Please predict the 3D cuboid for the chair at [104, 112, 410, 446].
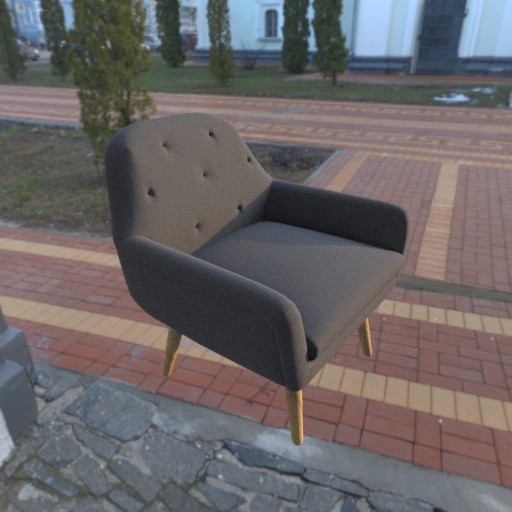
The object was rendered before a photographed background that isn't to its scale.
[{"bbox_3d":[0.000,0.000,1.421,0.779,0.800,0.770,18,32,32],"label":"chair"}]
